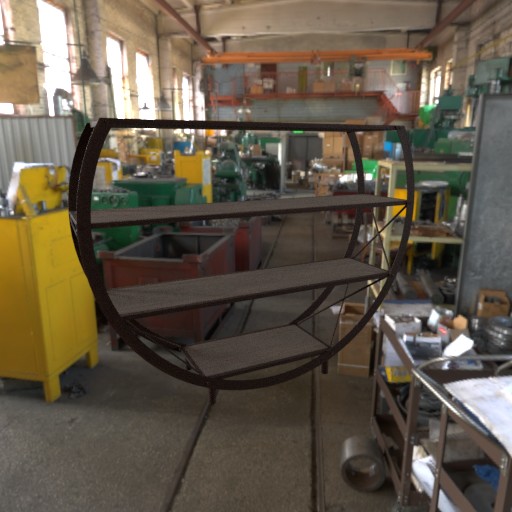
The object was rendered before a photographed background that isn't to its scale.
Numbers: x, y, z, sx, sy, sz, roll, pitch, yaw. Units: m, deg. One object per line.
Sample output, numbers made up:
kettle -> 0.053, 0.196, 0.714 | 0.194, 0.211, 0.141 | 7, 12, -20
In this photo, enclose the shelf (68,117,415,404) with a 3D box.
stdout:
shelf -> 0.000, 0.000, 1.864 | 1.403, 1.063, 0.344 | -7, 15, -26
